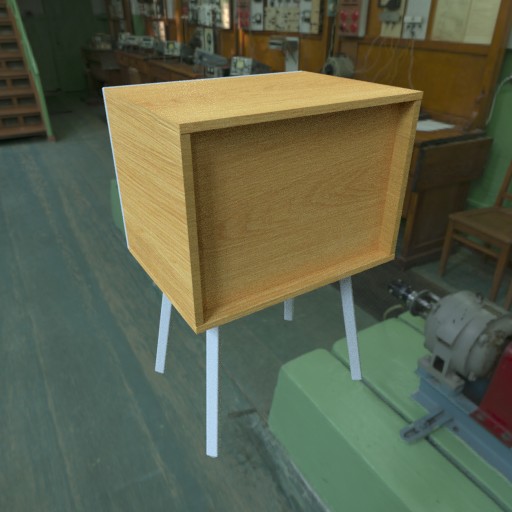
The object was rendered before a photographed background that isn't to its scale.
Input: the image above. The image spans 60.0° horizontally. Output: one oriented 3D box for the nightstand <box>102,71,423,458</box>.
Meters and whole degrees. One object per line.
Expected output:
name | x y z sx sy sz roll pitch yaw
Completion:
nightstand | 0.000 0.000 0.841 0.400 0.601 0.316 -17 34 -28
